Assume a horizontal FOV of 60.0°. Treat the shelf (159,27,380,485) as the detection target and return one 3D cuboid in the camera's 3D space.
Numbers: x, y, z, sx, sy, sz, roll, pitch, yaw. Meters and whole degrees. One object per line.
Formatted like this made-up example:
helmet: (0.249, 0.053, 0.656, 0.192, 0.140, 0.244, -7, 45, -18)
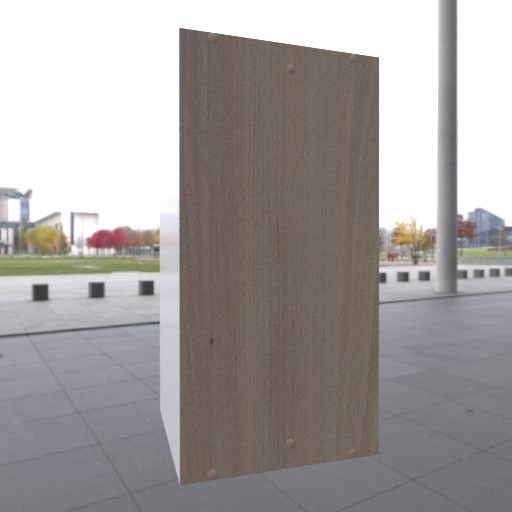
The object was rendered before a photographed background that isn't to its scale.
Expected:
shelf: (0.000, 0.000, 0.756, 0.297, 0.594, 0.290, 0, 1, -17)
